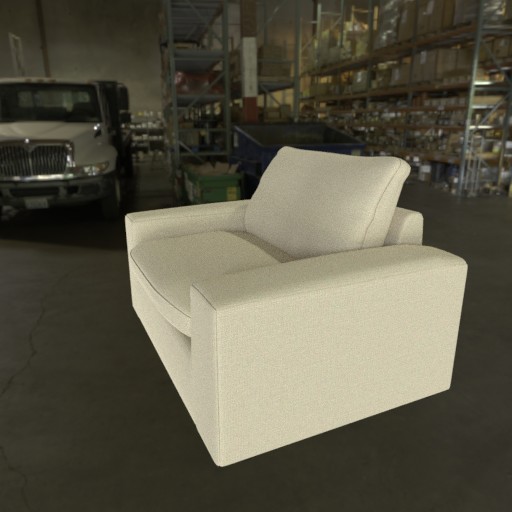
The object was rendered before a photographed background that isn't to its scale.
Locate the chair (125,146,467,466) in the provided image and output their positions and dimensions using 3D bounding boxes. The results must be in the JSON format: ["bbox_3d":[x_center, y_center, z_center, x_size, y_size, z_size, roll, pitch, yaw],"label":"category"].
[{"bbox_3d":[0.000,0.000,2.013,1.039,0.915,1.398,-8,19,-24],"label":"chair"}]
